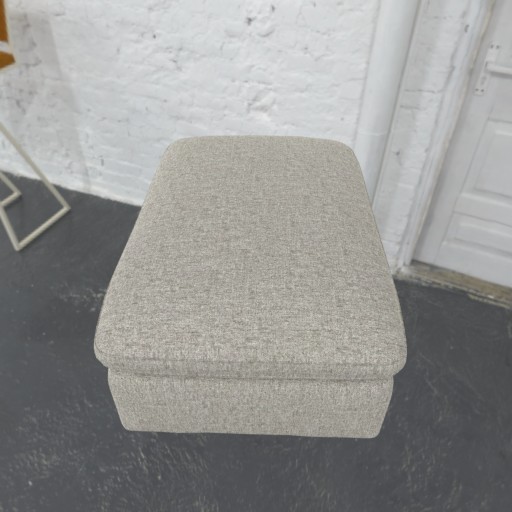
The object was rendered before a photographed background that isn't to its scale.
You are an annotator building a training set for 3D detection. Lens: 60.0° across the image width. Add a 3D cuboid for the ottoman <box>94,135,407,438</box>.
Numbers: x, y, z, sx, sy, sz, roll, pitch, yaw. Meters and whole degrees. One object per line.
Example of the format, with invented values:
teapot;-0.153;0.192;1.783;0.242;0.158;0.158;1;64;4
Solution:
ottoman;0.000;0.000;1.350;0.694;0.451;0.977;1;41;1
